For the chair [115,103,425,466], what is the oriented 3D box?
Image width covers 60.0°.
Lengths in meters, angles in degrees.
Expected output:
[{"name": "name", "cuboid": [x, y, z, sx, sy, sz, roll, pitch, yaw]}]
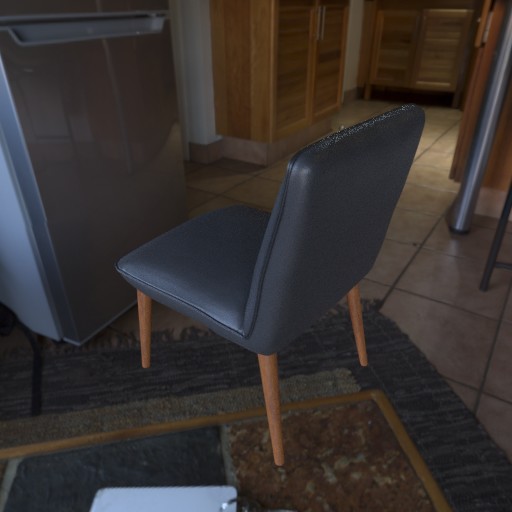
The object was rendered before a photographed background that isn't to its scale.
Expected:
[{"name": "chair", "cuboid": [0.000, 0.000, 1.190, 0.645, 0.801, 0.543, 20, 37, 29]}]
